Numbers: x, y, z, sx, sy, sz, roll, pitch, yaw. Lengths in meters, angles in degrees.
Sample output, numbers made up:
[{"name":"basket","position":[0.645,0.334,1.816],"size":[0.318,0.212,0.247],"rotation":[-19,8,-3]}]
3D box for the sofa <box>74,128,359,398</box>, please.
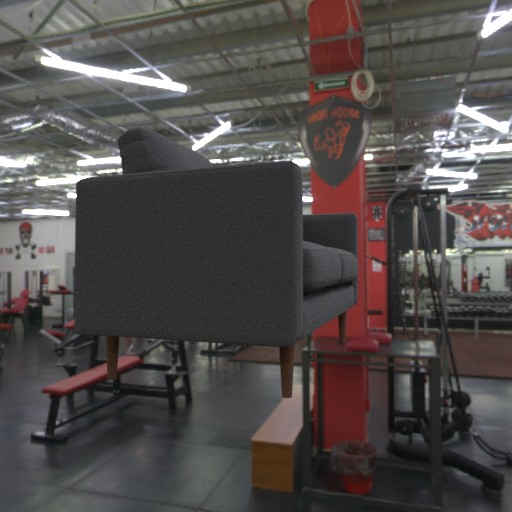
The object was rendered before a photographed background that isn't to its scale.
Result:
[{"name":"sofa","position":[0.000,0.000,2.015],"size":[0.796,0.908,1.430],"rotation":[0,-1,20]}]
